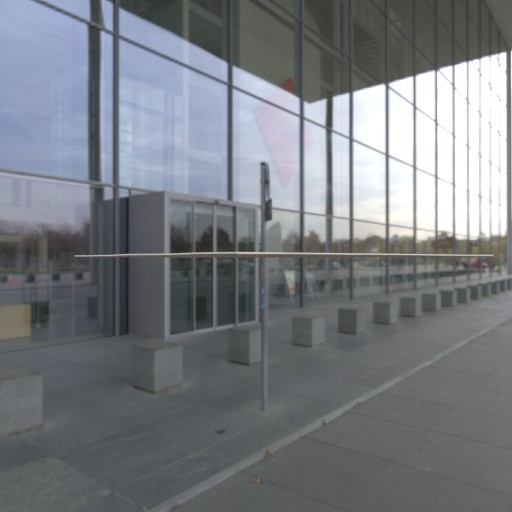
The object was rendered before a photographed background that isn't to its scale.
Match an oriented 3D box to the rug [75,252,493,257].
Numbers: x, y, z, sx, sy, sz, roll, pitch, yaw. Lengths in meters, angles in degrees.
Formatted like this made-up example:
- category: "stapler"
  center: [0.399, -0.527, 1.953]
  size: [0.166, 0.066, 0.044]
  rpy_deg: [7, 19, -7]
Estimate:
- category: "rug"
  center: [0.000, 0.000, 4.020]
  size: [2.410, 0.021, 3.055]
  rpy_deg: [0, -1, -36]
